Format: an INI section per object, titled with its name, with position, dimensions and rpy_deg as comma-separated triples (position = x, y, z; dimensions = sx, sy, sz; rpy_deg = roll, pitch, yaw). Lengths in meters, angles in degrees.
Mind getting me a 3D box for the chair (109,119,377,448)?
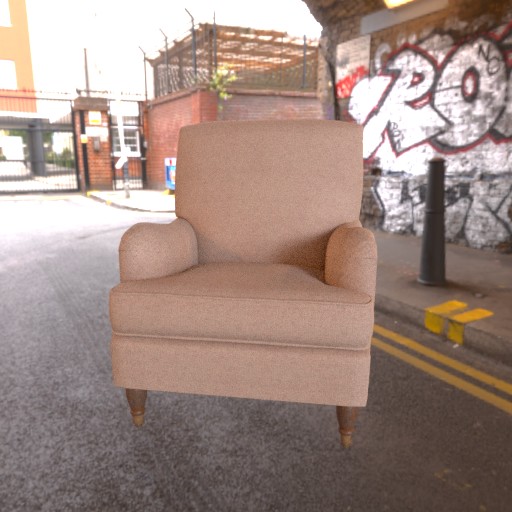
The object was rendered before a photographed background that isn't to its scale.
[chair]
position = 0.000, 0.000, 1.783
dimensions = 0.879, 1.119, 0.953
rpy_deg = 2, 12, 9
